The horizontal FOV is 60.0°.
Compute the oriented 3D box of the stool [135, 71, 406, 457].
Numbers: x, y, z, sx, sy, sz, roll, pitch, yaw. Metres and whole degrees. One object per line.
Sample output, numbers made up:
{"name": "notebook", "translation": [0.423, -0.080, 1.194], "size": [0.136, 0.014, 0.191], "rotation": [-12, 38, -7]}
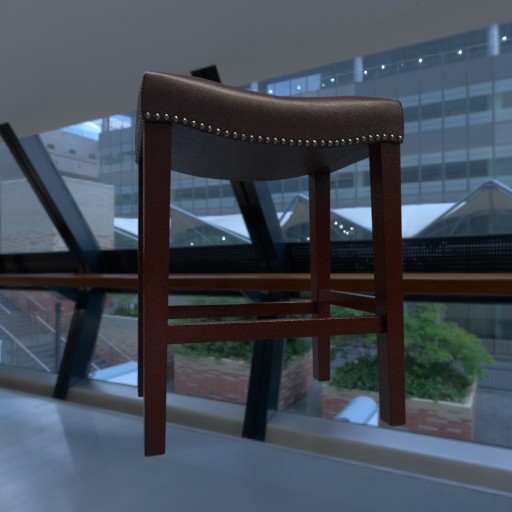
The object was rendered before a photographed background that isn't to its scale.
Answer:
{"name": "stool", "translation": [0.000, 0.000, 0.963], "size": [0.504, 0.657, 0.372], "rotation": [0, -1, -17]}
